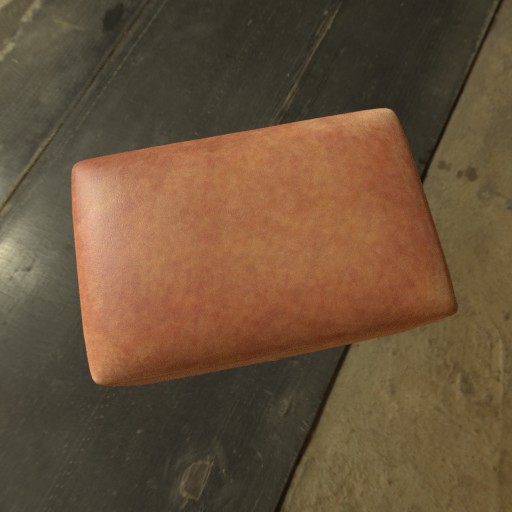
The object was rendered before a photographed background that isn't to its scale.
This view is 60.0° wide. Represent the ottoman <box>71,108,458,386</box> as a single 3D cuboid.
[{"bbox_3d":[0.000,0.000,1.211,0.852,0.507,0.565,-11,75,-3],"label":"ottoman"}]
